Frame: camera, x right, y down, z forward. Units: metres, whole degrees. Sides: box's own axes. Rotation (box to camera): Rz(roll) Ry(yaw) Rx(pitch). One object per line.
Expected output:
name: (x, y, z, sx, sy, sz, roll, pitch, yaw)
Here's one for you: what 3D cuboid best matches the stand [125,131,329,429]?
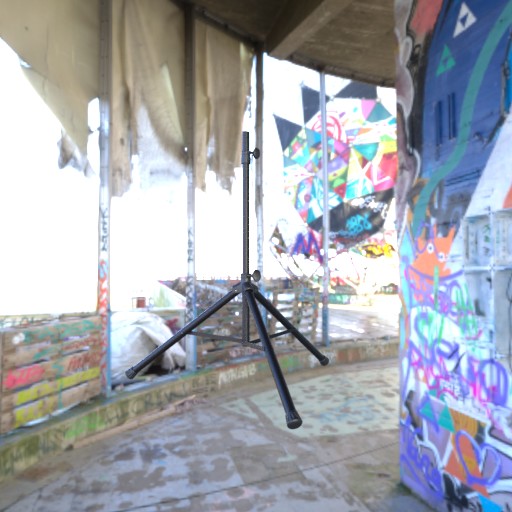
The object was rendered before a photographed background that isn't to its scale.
stand: (0.000, 0.000, 1.843, 1.045, 1.136, 0.907, 1, -2, -16)
